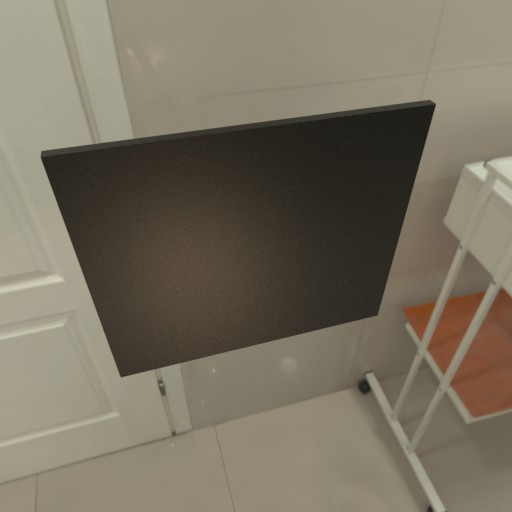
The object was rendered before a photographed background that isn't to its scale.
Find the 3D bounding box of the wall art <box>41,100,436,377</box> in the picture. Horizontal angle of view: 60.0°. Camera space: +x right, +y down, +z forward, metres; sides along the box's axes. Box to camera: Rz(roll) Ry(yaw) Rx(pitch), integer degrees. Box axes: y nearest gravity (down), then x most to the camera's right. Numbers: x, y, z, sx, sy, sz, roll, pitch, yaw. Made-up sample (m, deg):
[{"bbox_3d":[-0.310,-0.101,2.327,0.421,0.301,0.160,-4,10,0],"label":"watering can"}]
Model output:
[{"bbox_3d":[0.000,0.000,0.529,0.383,0.332,0.012,-11,43,-12],"label":"wall art"}]
